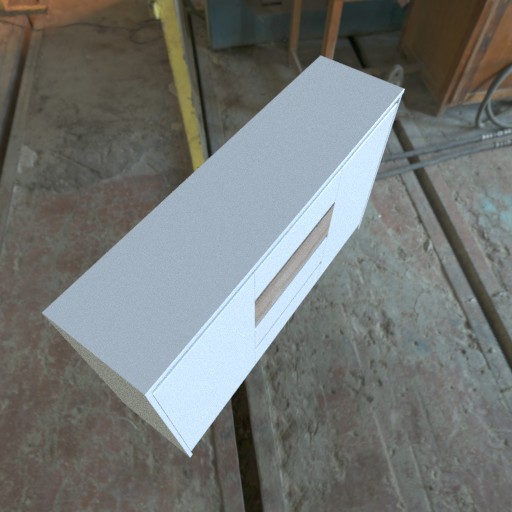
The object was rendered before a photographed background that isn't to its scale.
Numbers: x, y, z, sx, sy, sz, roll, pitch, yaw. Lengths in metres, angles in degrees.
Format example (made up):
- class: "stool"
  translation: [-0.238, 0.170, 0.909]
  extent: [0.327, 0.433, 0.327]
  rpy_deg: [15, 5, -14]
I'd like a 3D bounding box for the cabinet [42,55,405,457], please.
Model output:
- class: "cabinet"
  translation: [0.000, 0.000, 1.831]
  extent: [0.380, 0.900, 1.450]
  rpy_deg: [31, 62, 19]
